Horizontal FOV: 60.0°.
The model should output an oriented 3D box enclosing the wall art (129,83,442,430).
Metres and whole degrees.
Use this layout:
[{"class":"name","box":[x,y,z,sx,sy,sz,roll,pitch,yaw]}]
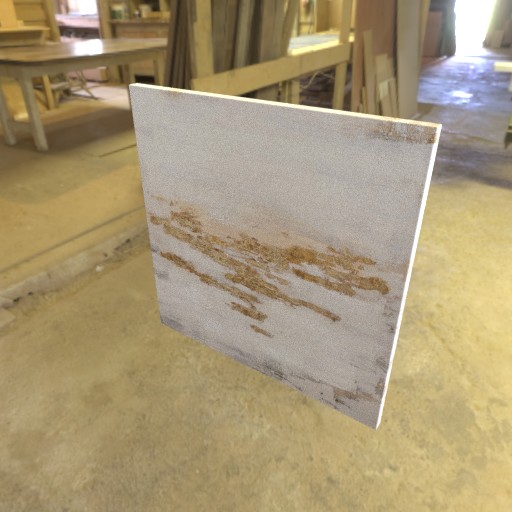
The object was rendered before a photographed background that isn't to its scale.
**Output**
[{"class":"wall art","box":[0.000,0.000,1.512,1.015,1.018,0.040,19,35,29]}]
